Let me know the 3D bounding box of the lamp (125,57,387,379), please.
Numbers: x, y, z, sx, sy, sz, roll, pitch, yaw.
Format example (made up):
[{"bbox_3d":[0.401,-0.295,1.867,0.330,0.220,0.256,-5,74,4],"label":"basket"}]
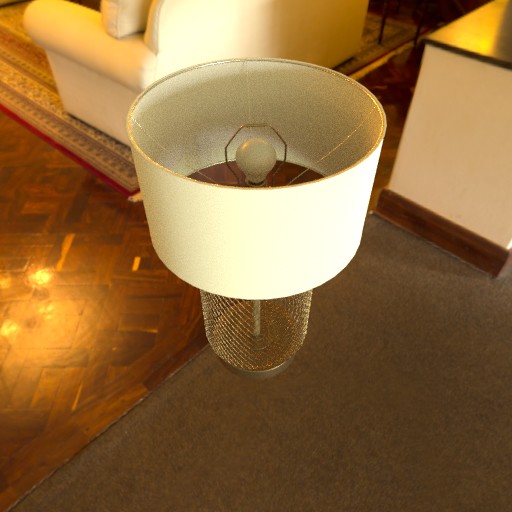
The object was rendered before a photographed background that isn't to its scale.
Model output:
[{"bbox_3d":[0.000,0.000,0.818,0.353,0.578,0.353,0,46,0],"label":"lamp"}]
